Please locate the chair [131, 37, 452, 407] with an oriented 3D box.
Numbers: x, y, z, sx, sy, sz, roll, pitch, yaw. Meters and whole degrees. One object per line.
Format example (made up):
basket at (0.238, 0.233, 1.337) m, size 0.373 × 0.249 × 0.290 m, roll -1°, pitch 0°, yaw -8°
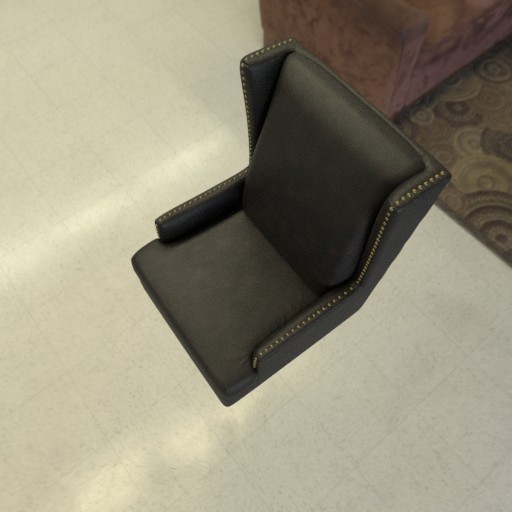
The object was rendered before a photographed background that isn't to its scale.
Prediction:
chair at (0.000, 0.000, 1.667) m, size 0.799 × 1.142 × 0.703 m, roll -34°, pitch 68°, yaw -15°
